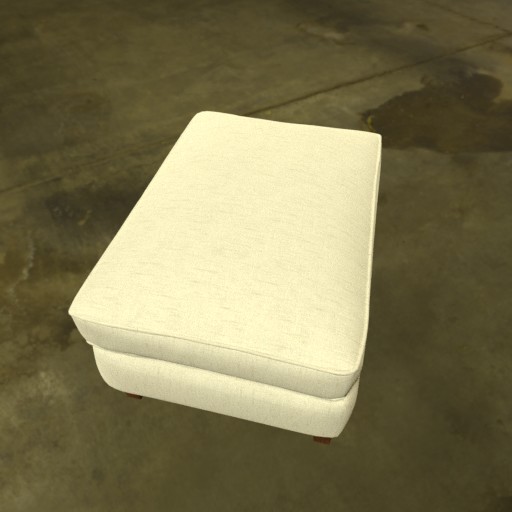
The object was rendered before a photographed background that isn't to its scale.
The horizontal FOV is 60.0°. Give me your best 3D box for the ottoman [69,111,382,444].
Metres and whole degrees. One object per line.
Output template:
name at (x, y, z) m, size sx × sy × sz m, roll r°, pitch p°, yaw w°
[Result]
ottoman at (0.000, 0.000, 0.972) m, size 0.501 × 0.406 × 0.665 m, roll 10°, pitch 48°, yaw 9°
